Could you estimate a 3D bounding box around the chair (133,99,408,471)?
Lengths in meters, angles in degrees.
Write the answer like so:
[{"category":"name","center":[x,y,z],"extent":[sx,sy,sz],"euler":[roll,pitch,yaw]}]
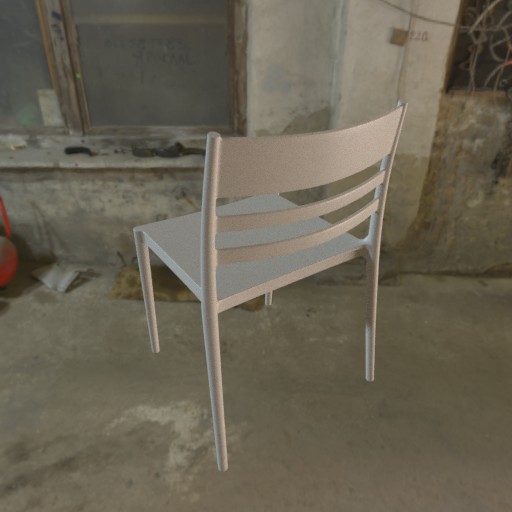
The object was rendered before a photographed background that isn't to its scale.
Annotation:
[{"category":"chair","center":[0.000,0.000,1.157],"extent":[0.531,0.800,0.511],"euler":[-19,35,-29]}]
